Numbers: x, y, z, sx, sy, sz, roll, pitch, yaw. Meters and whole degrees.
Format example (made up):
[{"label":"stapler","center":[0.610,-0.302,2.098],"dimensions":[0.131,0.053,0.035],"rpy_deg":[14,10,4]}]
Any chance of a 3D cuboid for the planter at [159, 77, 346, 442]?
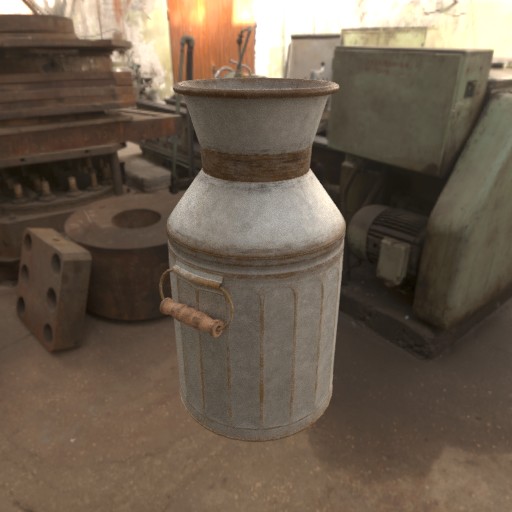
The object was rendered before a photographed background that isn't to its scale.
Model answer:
[{"label":"planter","center":[0.000,0.000,0.543],"dimensions":[0.214,0.396,0.245],"rpy_deg":[18,30,33]}]
